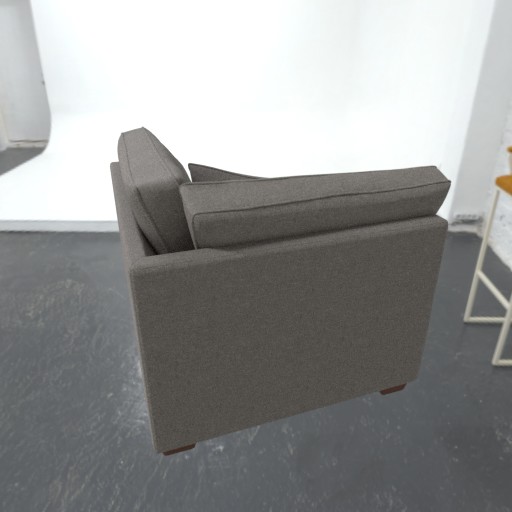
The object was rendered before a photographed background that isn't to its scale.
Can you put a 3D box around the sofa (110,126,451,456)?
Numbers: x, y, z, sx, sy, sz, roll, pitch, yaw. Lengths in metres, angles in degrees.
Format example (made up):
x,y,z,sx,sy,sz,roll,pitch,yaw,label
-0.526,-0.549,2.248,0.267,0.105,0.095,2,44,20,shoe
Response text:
x,y,z,sx,sy,sz,roll,pitch,yaw,label
0.000,0.000,1.851,1.050,0.951,1.042,-9,27,-17,sofa
